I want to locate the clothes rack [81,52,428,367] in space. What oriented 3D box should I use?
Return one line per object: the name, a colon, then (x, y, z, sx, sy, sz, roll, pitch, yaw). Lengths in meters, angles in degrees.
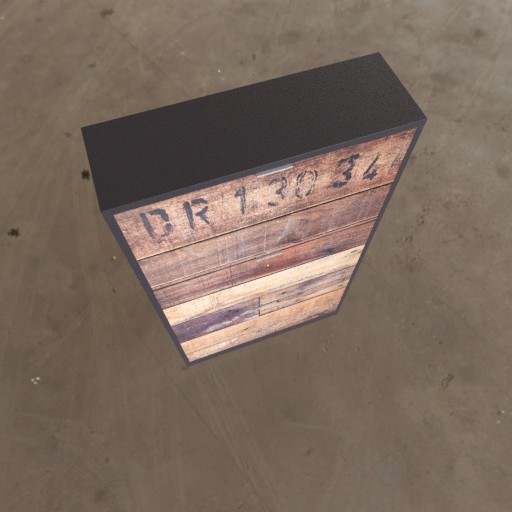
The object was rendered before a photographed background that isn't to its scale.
clothes rack: (0.000, 0.000, 1.569, 0.750, 1.280, 0.250, -18, 64, -9)
